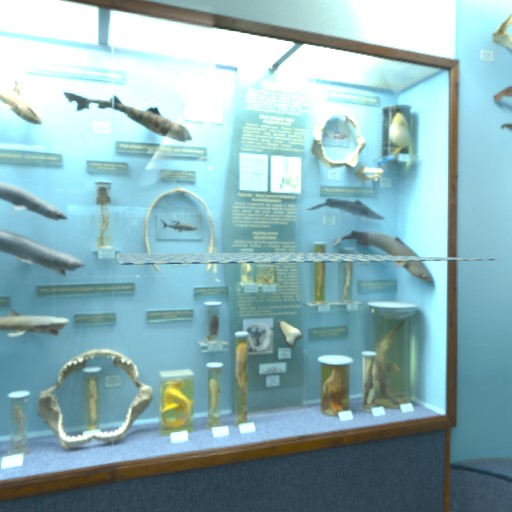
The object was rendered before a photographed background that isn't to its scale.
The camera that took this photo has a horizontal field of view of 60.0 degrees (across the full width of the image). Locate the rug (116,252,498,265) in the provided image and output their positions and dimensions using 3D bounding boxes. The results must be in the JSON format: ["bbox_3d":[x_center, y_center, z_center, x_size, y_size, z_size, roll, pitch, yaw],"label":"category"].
[{"bbox_3d":[0.000,0.000,4.075,2.453,0.008,3.059,0,1,-18],"label":"rug"}]
